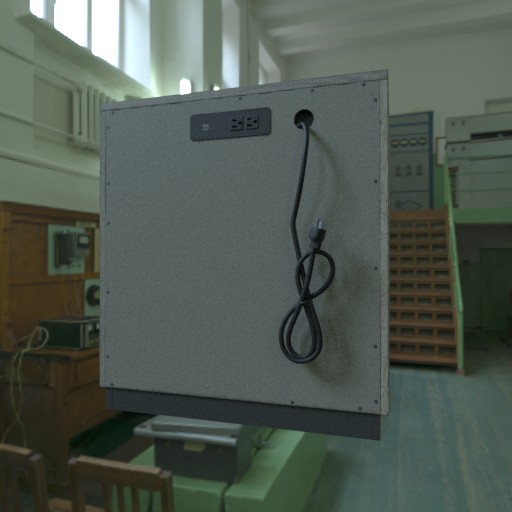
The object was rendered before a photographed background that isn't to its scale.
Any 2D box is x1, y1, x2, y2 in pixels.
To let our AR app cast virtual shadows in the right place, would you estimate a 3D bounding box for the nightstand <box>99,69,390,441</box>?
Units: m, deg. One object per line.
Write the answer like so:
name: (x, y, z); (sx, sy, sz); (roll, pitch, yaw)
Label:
nightstand: (0.000, 0.000, 1.061); (0.612, 0.673, 0.483); (0, 0, 17)
